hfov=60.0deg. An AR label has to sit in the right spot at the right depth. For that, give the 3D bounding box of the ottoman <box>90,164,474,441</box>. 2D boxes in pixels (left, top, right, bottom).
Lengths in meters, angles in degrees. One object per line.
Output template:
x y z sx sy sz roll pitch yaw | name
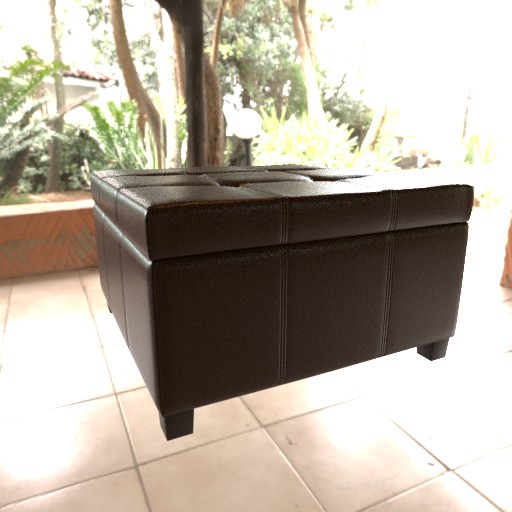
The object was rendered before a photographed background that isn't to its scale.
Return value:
0.000 0.000 1.263 0.788 0.460 0.787 -8 17 -25 | ottoman
